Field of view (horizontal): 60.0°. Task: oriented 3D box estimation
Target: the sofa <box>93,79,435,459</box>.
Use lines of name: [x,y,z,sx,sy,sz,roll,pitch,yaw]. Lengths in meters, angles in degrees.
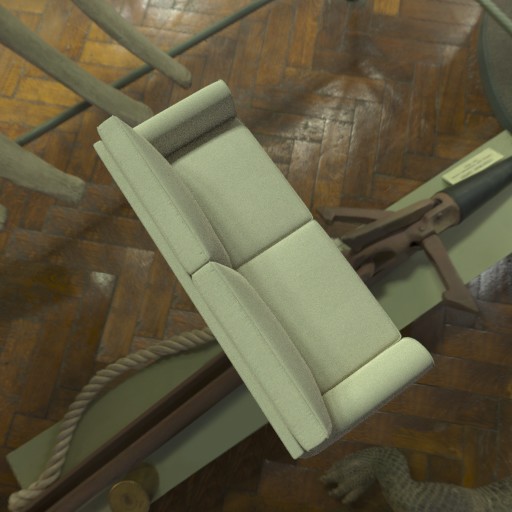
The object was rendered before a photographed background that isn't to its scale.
sofa: [0.000,0.000,2.640,0.901,0.962,2.146,-33,78,-8]
